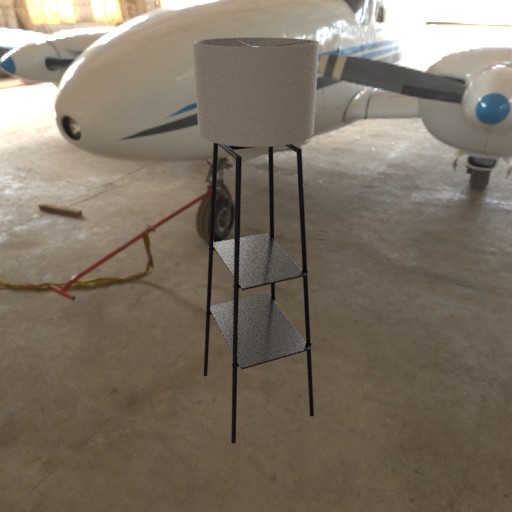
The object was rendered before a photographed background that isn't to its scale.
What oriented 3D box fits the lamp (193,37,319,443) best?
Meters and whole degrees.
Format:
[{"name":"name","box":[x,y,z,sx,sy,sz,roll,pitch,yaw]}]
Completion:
[{"name":"lamp","box":[0.000,0.000,1.689,0.384,1.474,0.427,-11,32,-19]}]
